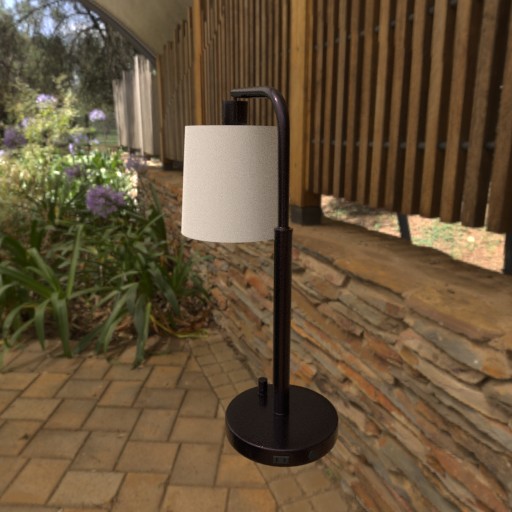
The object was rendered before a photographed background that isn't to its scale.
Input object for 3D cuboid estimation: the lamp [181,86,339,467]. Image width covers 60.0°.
[{"bbox_3d":[0.000,0.000,0.666,0.171,0.489,0.333,-7,16,-26],"label":"lamp"}]
